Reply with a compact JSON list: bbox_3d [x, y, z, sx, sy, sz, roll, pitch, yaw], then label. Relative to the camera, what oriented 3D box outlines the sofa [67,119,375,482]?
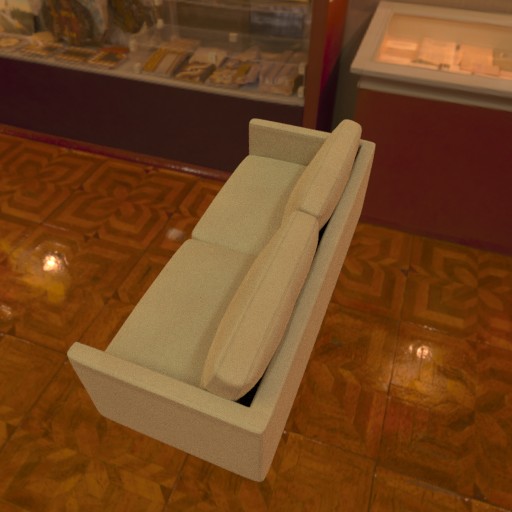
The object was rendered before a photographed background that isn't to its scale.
[{"bbox_3d":[0.000,0.000,2.656,0.948,0.932,2.181,16,48,15],"label":"sofa"}]
